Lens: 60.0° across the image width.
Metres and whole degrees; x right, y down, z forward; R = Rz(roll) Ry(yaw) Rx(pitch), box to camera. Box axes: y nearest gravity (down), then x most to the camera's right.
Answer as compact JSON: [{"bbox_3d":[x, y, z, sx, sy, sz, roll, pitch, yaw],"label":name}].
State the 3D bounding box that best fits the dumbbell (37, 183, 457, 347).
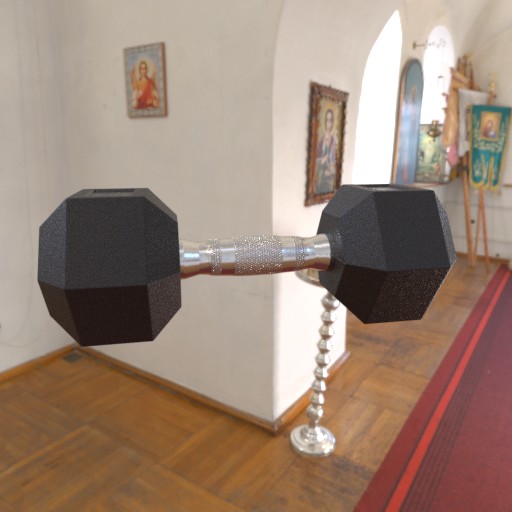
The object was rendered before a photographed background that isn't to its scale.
[{"bbox_3d":[0.000,0.000,0.411,0.356,0.123,0.141,-3,14,-11],"label":"dumbbell"}]
